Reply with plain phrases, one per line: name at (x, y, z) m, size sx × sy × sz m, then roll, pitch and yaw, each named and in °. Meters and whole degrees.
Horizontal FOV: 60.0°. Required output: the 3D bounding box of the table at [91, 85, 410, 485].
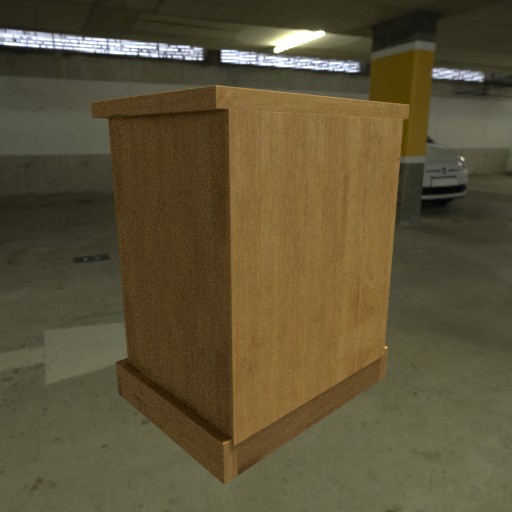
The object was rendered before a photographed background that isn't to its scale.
table at (0.000, 0.000, 1.247) m, size 0.660 × 0.813 × 0.500 m, roll -14°, pitch 20°, yaw -42°
